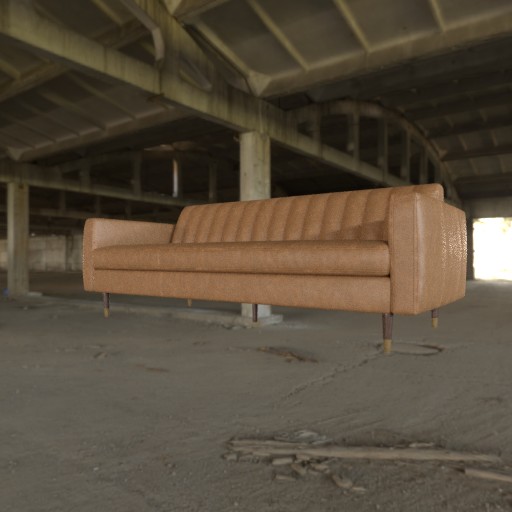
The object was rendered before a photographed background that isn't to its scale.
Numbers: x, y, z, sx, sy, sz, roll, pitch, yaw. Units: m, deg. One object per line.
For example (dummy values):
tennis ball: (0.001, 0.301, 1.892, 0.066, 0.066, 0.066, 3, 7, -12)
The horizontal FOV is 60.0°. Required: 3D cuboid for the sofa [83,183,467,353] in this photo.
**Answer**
sofa: (0.000, 0.000, 2.750, 2.291, 0.821, 0.990, 0, 0, 35)
